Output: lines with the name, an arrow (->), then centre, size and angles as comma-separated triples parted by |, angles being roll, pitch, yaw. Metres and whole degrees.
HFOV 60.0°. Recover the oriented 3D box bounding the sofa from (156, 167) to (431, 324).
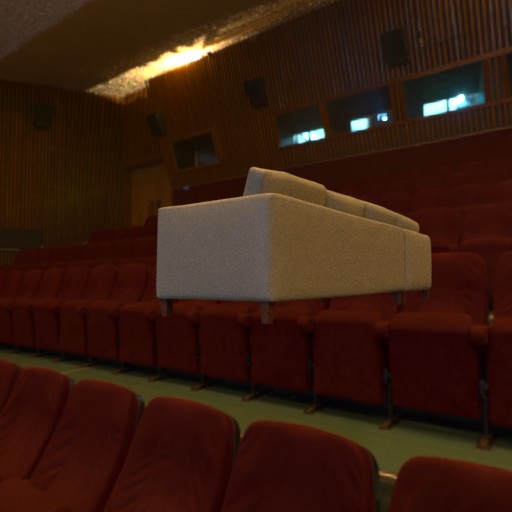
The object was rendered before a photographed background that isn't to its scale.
sofa -> 0.000, 0.000, 4.457 | 2.592, 0.947, 3.301 | -2, -4, 36
